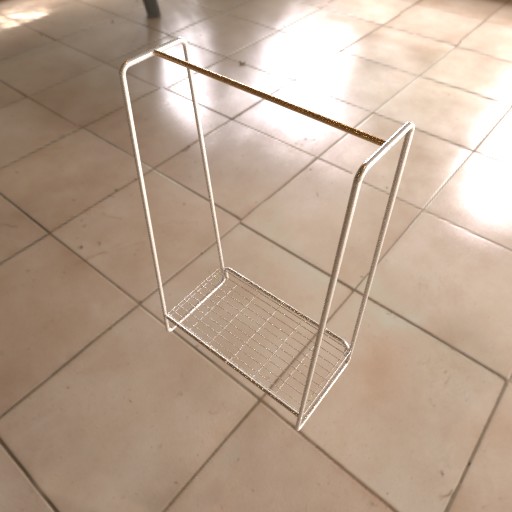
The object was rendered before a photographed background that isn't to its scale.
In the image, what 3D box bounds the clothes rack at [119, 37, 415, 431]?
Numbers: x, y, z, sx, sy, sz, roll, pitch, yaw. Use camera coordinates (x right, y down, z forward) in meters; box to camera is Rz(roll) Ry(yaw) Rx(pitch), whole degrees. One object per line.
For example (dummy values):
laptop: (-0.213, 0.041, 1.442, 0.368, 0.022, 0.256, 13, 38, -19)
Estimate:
clothes rack: (0.000, 0.000, 1.878, 0.900, 1.500, 0.495, 31, 55, 25)
